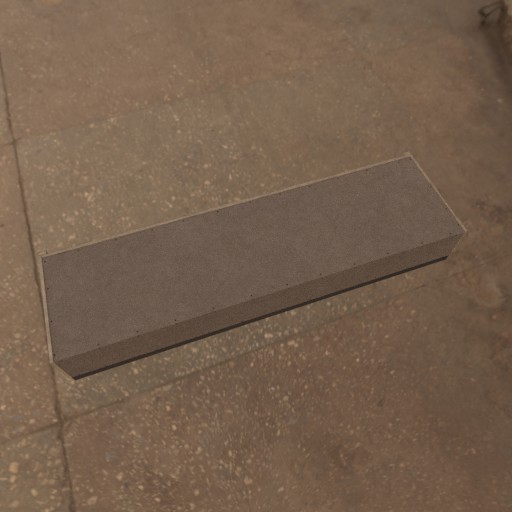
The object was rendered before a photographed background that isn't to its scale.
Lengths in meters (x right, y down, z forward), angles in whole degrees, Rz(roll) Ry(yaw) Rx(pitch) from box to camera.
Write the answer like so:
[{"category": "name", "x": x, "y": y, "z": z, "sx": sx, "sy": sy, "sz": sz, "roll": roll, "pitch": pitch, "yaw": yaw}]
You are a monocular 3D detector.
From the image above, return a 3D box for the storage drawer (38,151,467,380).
[{"category": "storage drawer", "x": 0.000, "y": 0.000, "z": 2.334, "sx": 2.072, "sy": 0.274, "sz": 0.591, "roll": -17, "pitch": 60, "yaw": -10}]
